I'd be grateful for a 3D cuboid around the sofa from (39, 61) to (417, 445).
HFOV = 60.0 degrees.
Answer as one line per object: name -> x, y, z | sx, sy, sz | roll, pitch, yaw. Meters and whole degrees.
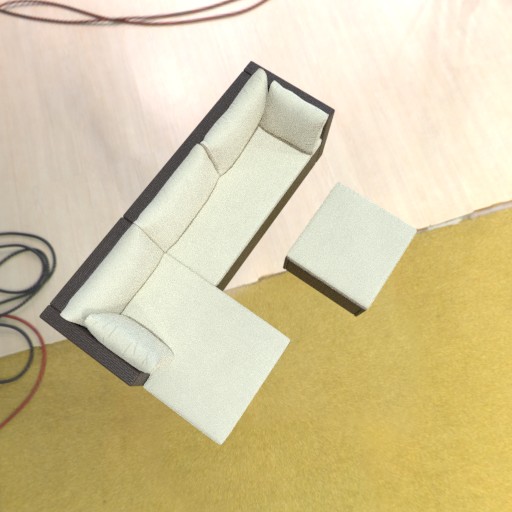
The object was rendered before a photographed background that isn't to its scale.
sofa -> 0.000, 0.000, 2.971 | 1.612, 0.766, 2.192 | 34, 77, 9
